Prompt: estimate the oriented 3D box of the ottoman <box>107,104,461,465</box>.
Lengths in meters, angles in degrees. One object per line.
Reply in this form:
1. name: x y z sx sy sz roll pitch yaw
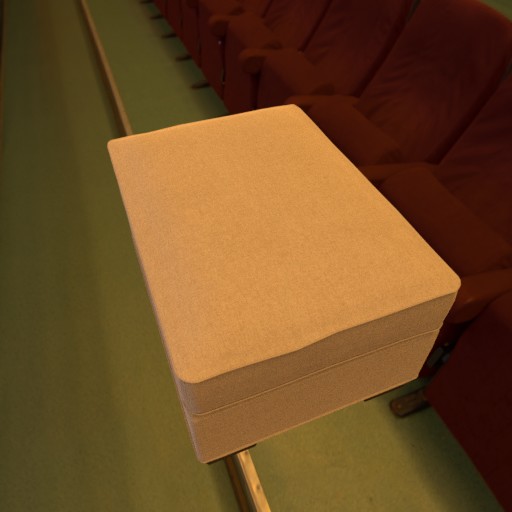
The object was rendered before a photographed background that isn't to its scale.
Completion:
1. ottoman: 0.000 0.000 1.244 0.617 0.503 0.846 -16 48 -15
